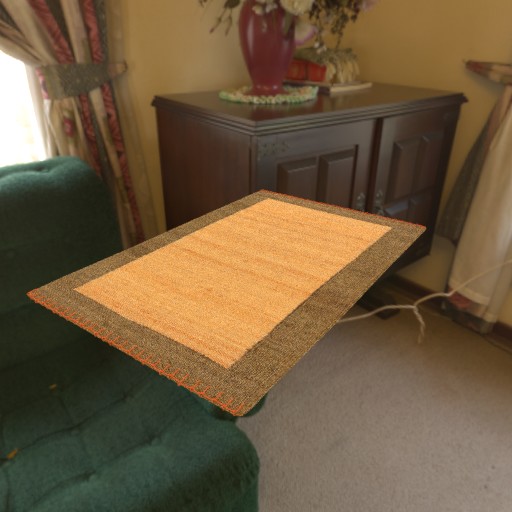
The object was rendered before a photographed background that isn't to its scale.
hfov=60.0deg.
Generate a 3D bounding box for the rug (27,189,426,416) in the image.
[{"bbox_3d":[0.000,0.000,2.308,1.220,0.019,1.838,18,32,32],"label":"rug"}]
